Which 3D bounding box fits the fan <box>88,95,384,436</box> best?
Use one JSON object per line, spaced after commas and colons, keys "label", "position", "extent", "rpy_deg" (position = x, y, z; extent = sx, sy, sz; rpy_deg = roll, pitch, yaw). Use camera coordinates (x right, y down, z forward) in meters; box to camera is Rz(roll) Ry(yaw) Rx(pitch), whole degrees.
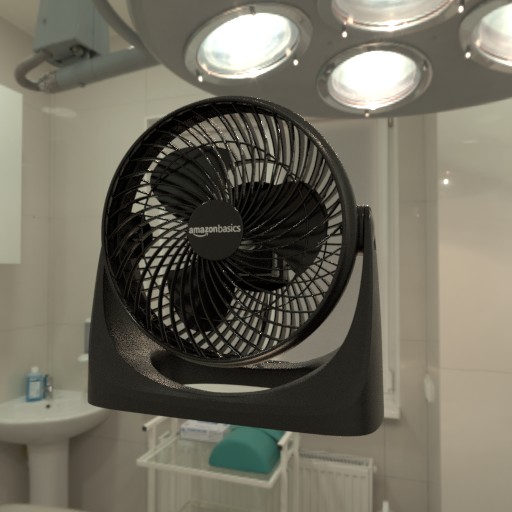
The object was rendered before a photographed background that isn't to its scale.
{"label": "fan", "position": [0.000, 0.000, 0.484], "extent": [0.273, 0.277, 0.256], "rpy_deg": [0, -1, 18]}
